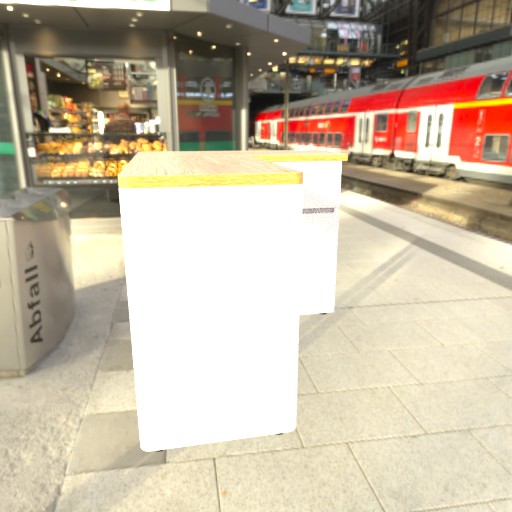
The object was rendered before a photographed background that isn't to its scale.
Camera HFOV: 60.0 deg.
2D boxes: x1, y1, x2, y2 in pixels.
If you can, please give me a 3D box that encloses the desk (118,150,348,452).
[{"bbox_3d":[0.000,0.000,1.757,0.900,0.760,1.170,-3,16,-11],"label":"desk"}]
